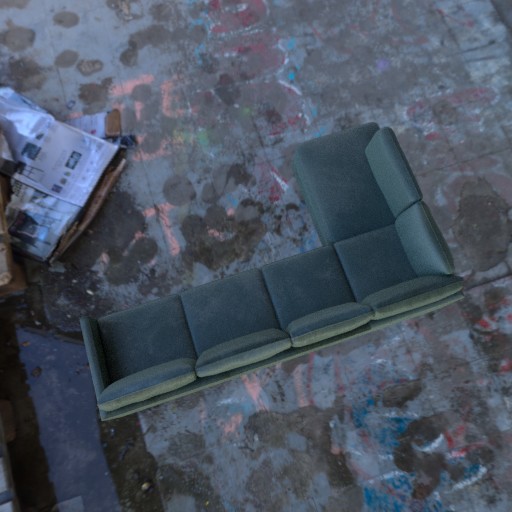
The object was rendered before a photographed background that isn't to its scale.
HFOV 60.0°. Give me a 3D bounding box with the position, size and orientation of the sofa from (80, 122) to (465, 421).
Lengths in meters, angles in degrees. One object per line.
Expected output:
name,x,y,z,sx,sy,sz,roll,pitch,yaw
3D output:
sofa,0.000,0.000,4.334,3.384,0.996,2.048,-18,74,-5
